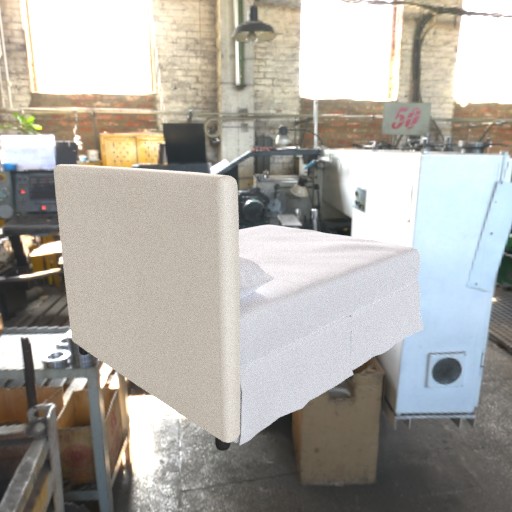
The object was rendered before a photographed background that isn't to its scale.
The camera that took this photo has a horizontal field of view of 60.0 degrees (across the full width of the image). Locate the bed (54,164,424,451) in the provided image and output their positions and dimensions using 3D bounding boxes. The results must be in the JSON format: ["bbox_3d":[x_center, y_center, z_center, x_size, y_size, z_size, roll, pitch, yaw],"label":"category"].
[{"bbox_3d":[0.000,0.000,3.213,1.713,1.330,2.142,13,19,42],"label":"bed"}]
